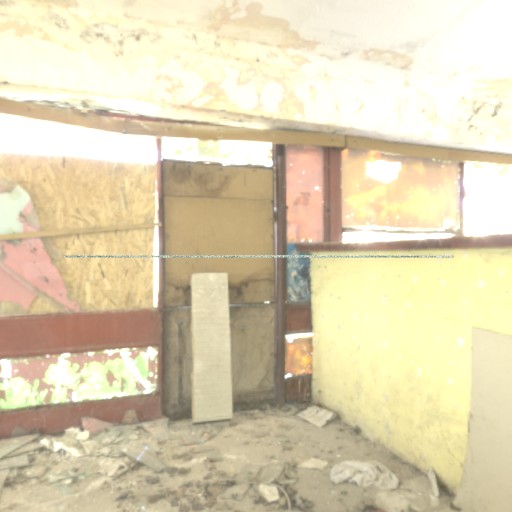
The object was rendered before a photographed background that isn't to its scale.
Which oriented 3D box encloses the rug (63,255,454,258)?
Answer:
[{"bbox_3d":[0.000,0.000,2.171,1.142,0.006,1.752,0,0,-1],"label":"rug"}]
